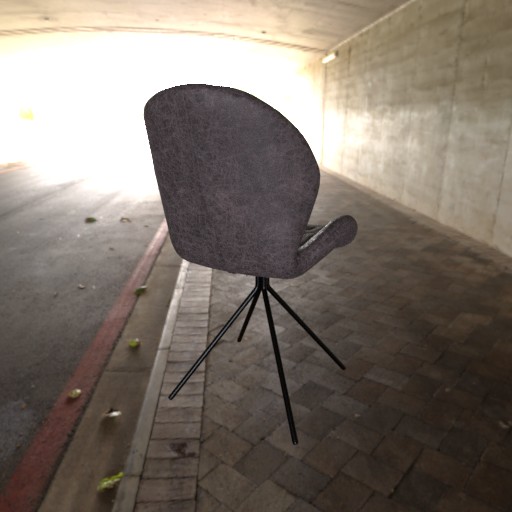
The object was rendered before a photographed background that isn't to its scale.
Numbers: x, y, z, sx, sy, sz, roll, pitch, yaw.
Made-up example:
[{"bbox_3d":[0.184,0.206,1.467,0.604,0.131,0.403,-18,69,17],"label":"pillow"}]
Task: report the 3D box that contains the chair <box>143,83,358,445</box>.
[{"bbox_3d":[0.000,0.000,1.330,0.527,0.934,0.640,9,20,27],"label":"chair"}]
